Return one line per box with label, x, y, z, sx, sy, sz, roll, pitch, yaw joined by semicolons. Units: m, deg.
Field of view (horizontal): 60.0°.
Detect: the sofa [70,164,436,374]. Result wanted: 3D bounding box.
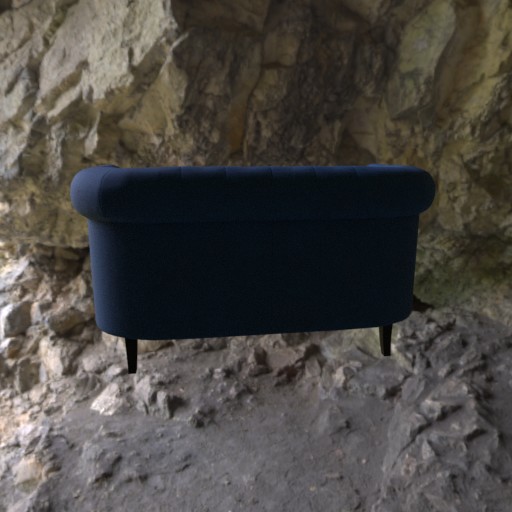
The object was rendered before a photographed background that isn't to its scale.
sofa;0.000;0.000;2.044;1.558;0.827;0.835;-2;13;-8
